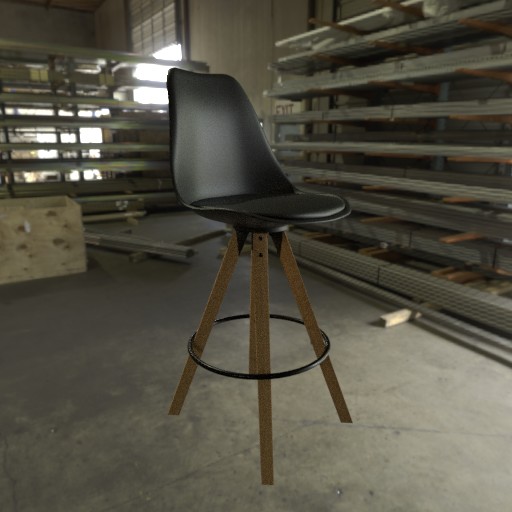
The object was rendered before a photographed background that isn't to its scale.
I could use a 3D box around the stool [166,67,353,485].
[{"bbox_3d":[0.000,0.000,1.367,0.485,1.115,0.550,-14,20,-43],"label":"stool"}]
